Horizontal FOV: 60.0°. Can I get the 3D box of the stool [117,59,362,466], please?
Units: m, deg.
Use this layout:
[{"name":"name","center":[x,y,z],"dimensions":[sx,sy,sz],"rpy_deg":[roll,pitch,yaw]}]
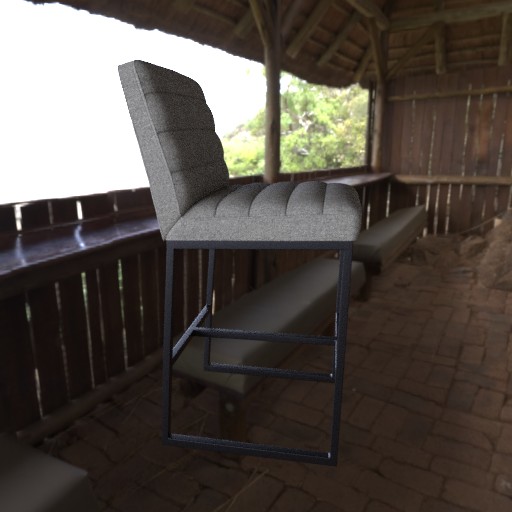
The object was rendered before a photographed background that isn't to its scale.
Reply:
[{"name":"stool","center":[0.000,0.000,1.304],"dimensions":[0.571,1.034,0.459],"rpy_deg":[3,16,10]}]
